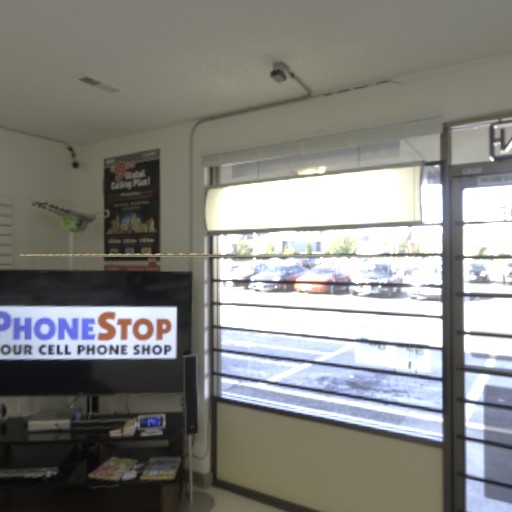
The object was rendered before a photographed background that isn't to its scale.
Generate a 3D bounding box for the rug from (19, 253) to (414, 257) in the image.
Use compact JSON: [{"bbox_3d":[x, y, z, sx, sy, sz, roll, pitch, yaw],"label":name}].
[{"bbox_3d":[0.000,0.000,2.542,1.229,0.011,2.096,0,0,35],"label":"rug"}]
